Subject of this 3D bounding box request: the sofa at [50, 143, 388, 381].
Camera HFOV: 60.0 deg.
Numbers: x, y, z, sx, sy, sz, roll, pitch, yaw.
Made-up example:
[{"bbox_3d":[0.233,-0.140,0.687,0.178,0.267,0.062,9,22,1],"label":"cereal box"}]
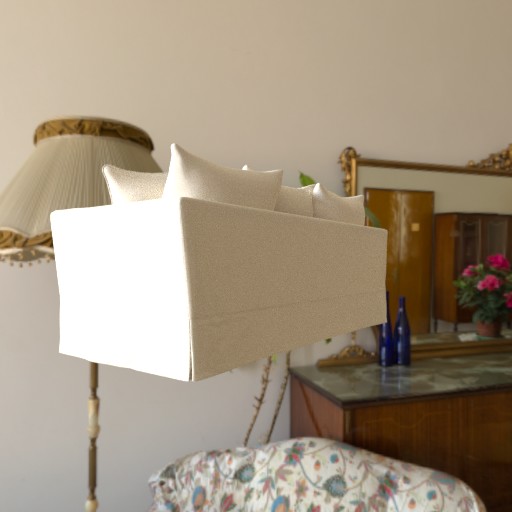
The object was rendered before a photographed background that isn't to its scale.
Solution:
[{"bbox_3d":[0.000,0.000,2.927,1.031,1.034,2.290,-1,-1,36],"label":"sofa"}]
